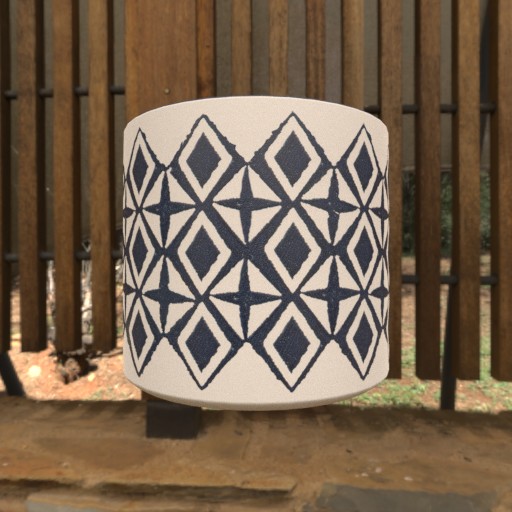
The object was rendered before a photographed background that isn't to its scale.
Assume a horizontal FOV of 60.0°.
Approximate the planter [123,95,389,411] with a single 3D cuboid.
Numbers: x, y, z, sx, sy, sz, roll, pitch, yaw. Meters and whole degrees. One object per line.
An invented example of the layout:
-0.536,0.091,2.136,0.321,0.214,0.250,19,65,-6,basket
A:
0.000,0.000,0.389,0.224,0.203,0.224,0,0,0,planter
